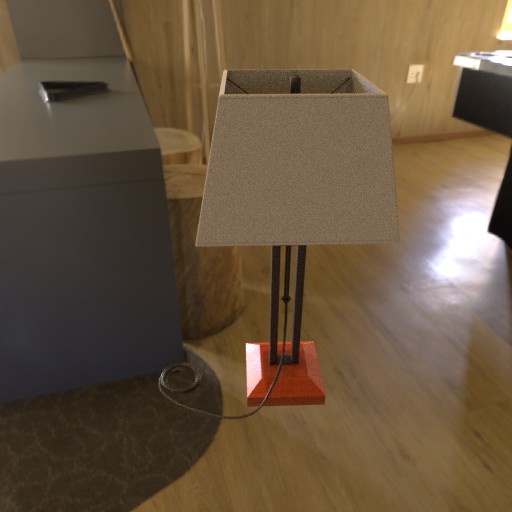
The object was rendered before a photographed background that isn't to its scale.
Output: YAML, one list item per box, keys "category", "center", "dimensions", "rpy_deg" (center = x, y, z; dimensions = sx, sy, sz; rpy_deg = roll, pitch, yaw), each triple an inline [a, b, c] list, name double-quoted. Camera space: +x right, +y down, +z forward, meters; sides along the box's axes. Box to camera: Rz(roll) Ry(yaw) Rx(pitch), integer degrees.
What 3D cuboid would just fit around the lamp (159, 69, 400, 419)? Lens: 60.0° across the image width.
- category: "lamp"
  center: [0.000, 0.000, 0.962]
  dimensions: [0.498, 0.737, 0.310]
  rpy_deg: [-1, 31, -1]
